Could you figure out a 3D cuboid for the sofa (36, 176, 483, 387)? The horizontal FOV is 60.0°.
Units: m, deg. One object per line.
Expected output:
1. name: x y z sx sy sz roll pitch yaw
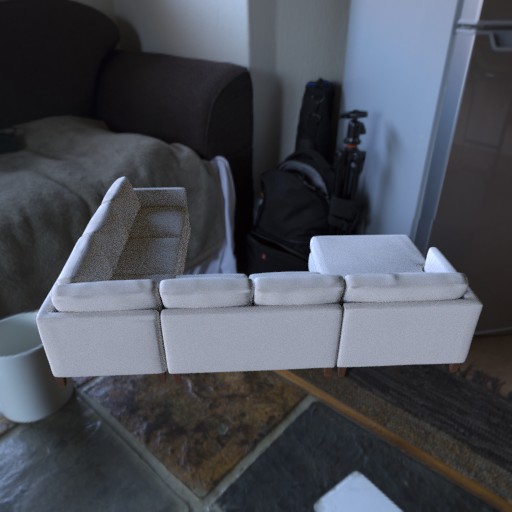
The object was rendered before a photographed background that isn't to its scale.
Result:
1. sofa: 0.000 0.000 4.571 3.459 0.956 2.593 -2 31 -3
